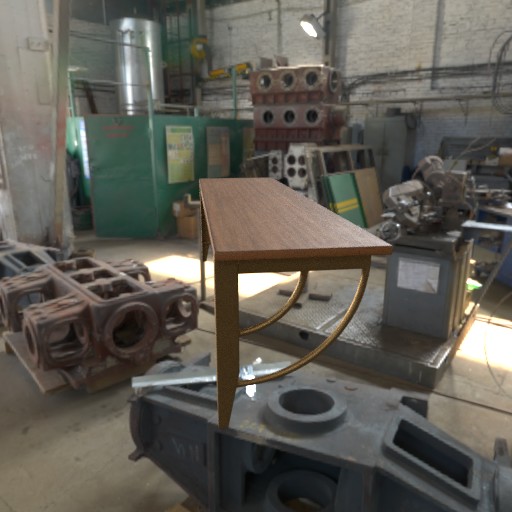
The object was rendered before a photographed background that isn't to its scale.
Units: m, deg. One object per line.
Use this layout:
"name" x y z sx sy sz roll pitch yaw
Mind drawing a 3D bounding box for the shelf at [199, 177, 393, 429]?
"shelf" 0.000 0.000 0.728 0.166 0.190 0.636 -2 16 -8
